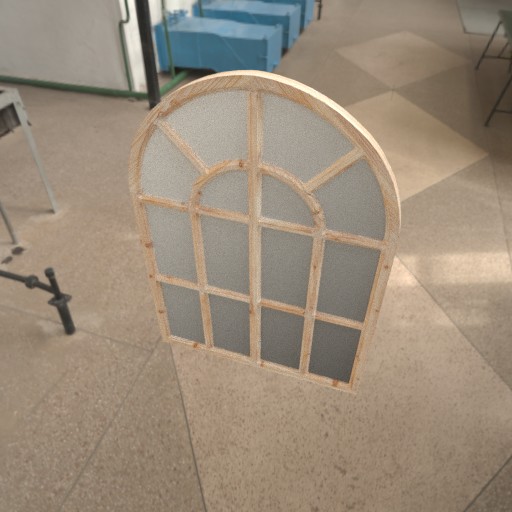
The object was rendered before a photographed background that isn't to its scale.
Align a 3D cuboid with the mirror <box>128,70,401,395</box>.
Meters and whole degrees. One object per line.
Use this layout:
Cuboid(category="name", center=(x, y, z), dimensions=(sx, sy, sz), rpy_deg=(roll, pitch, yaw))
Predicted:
Cuboid(category="mirror", center=(0.000, 0.000, 1.142), dimensions=(0.660, 0.920, 0.032), rpy_deg=(12, 42, 14))
